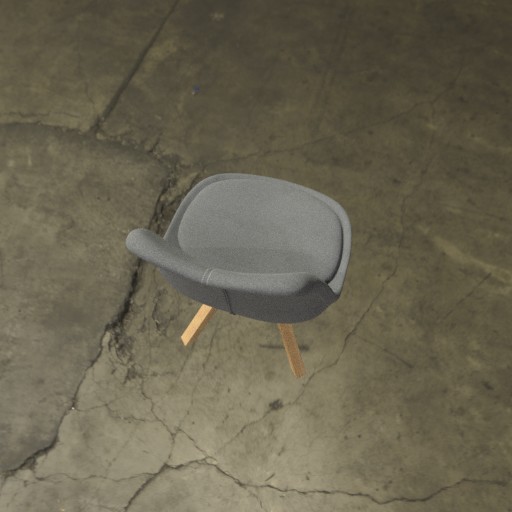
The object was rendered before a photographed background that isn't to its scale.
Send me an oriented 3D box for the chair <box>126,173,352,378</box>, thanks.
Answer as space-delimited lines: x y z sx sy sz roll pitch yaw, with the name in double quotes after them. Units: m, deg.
0.000 0.000 1.182 0.474 0.863 0.549 15 64 8 "chair"
